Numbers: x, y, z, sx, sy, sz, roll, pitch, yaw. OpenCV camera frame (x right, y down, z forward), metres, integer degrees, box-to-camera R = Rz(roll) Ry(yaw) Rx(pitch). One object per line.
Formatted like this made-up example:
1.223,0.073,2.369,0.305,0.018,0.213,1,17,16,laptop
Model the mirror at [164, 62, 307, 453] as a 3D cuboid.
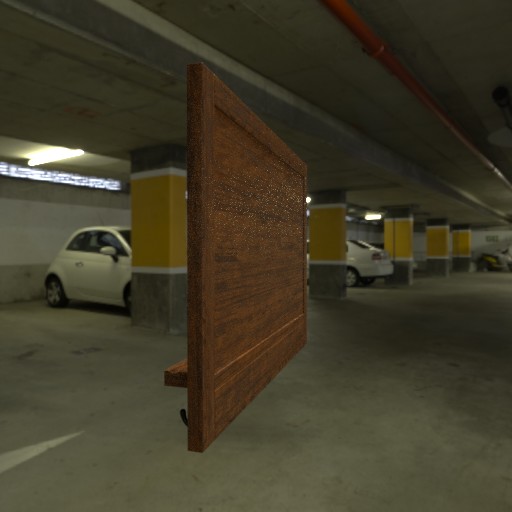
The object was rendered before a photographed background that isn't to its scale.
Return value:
0.000,0.000,0.981,0.084,0.537,0.758,0,1,17,mirror
